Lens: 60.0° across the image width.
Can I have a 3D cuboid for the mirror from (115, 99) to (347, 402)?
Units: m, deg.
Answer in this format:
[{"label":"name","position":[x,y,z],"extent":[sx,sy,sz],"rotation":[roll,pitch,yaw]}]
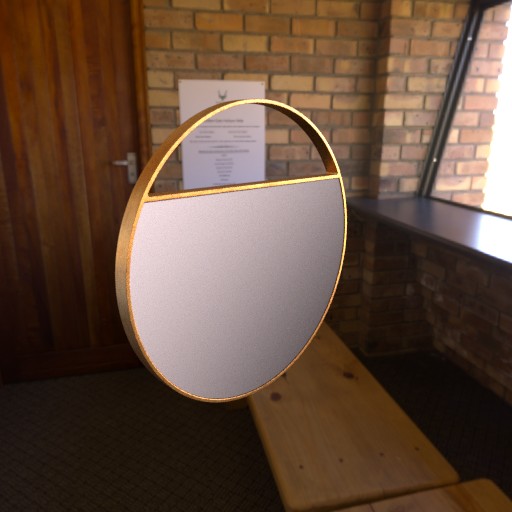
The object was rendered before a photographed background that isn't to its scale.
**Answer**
[{"label":"mirror","position":[0.000,0.000,0.846],"extent":[0.032,0.565,0.565],"rotation":[15,22,43]}]
